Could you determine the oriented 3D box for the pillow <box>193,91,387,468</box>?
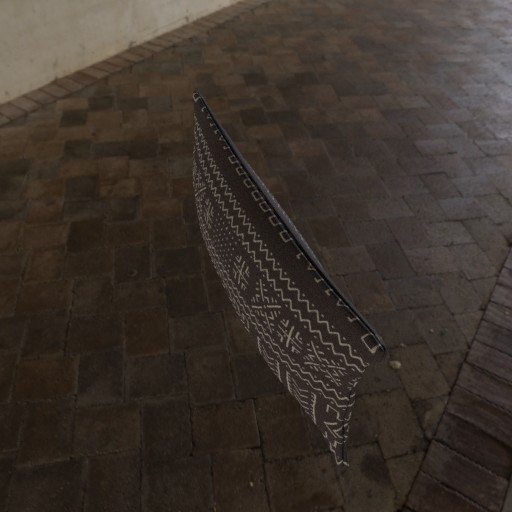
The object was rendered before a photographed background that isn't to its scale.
[{"bbox_3d":[0.000,0.000,0.780,0.135,0.322,0.667,-17,48,-16],"label":"pillow"}]
